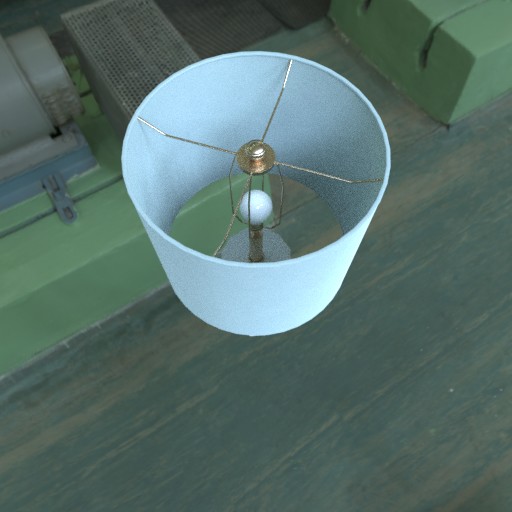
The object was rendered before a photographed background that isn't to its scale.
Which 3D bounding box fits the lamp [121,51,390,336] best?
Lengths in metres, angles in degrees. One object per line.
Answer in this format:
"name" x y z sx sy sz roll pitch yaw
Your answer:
"lamp" 0.000 0.000 0.699 0.277 0.534 0.277 -31 68 -14
